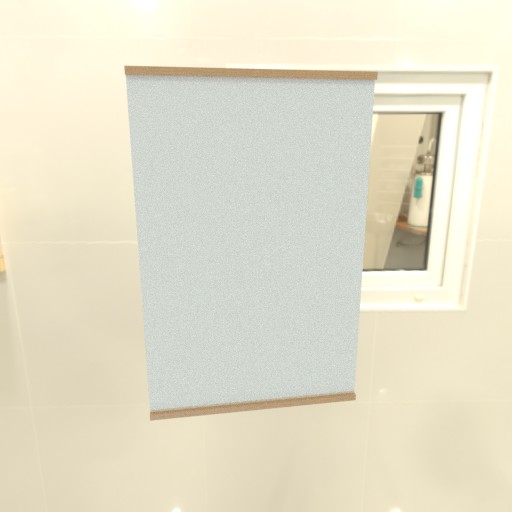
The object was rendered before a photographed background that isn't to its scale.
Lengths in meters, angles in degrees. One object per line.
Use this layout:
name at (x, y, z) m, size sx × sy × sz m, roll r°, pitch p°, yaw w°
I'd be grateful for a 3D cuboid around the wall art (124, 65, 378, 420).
wall art at (0.000, 0.000, 0.652) m, size 0.335 × 0.510 × 0.013 m, roll -3°, pitch 16°, yaw -9°
